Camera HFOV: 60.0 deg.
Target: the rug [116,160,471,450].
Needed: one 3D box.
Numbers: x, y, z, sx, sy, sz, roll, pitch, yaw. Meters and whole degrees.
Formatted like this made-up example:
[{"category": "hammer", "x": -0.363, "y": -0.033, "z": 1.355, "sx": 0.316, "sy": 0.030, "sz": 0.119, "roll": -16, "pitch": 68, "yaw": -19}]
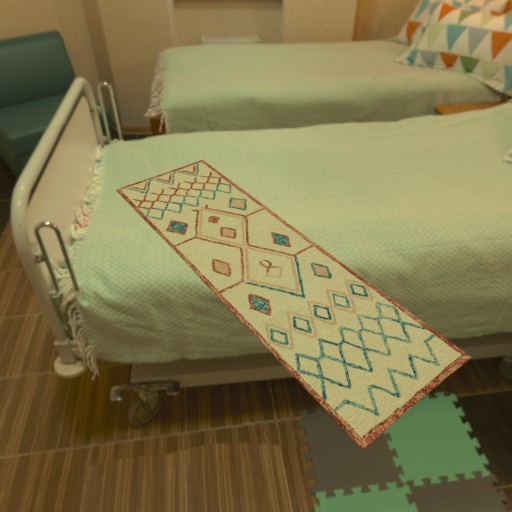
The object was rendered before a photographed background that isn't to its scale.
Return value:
[{"category": "rug", "x": 0.000, "y": 0.000, "z": 2.689, "sx": 0.750, "sy": 0.011, "sz": 2.435, "roll": -26, "pitch": 47, "yaw": -27}]
